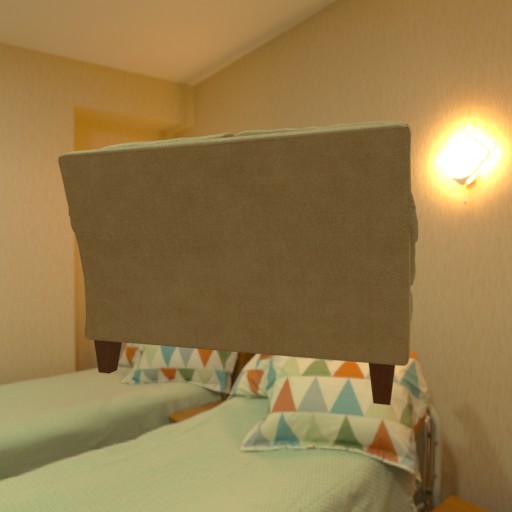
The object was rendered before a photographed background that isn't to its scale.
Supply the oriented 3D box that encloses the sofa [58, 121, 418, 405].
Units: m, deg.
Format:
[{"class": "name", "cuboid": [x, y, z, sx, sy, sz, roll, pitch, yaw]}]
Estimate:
[{"class": "sofa", "cuboid": [0.000, 0.000, 2.182, 1.498, 1.087, 1.086, 0, 1, 19]}]
